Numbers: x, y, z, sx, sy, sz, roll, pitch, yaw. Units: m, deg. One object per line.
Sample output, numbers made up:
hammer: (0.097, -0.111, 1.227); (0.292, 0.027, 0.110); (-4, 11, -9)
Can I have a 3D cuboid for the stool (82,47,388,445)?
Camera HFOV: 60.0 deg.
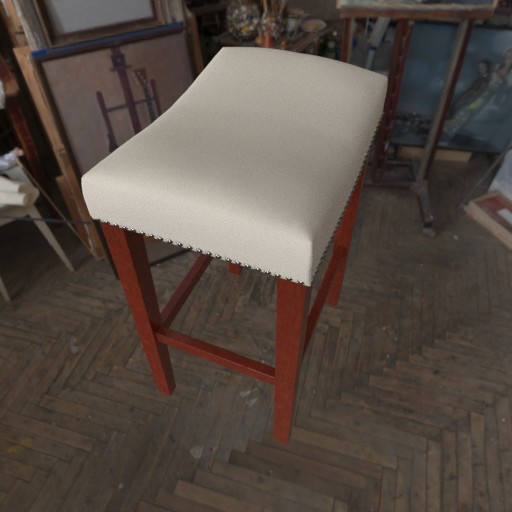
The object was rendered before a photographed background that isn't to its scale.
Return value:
stool: (0.000, 0.000, 1.007); (0.372, 0.742, 0.504); (17, 50, 15)
